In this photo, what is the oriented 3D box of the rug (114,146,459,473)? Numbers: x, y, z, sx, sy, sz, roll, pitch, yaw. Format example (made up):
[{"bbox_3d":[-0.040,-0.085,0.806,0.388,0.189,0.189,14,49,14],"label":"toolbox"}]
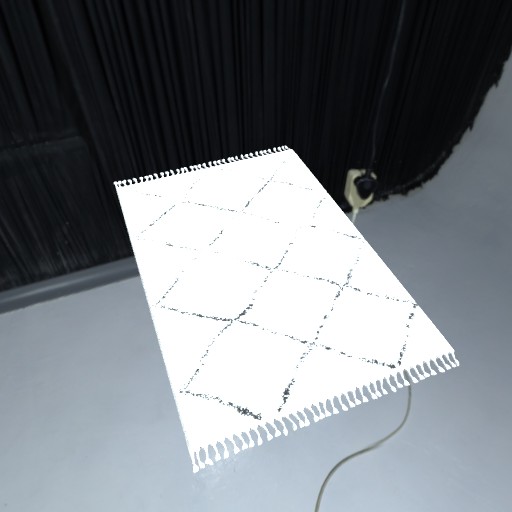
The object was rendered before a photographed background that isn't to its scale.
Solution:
[{"bbox_3d":[0.000,0.000,2.913,1.494,0.031,2.307,-16,48,-15],"label":"rug"}]
